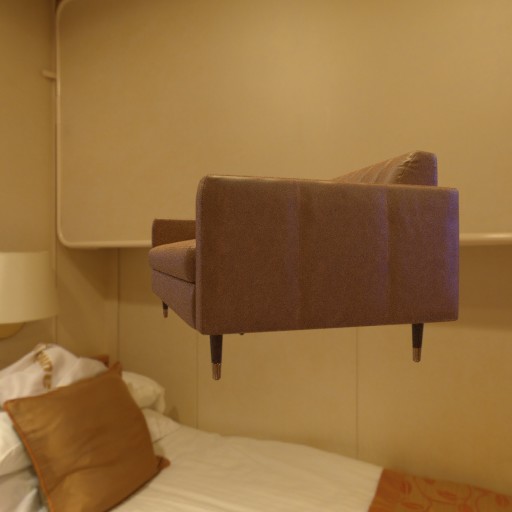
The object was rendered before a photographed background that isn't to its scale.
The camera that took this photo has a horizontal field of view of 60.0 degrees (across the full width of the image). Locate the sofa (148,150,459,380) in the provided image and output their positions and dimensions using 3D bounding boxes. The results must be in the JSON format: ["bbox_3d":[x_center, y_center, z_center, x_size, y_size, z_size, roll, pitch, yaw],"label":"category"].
[{"bbox_3d":[0.000,0.000,2.326,0.993,0.821,1.847,0,0,-18],"label":"sofa"}]
